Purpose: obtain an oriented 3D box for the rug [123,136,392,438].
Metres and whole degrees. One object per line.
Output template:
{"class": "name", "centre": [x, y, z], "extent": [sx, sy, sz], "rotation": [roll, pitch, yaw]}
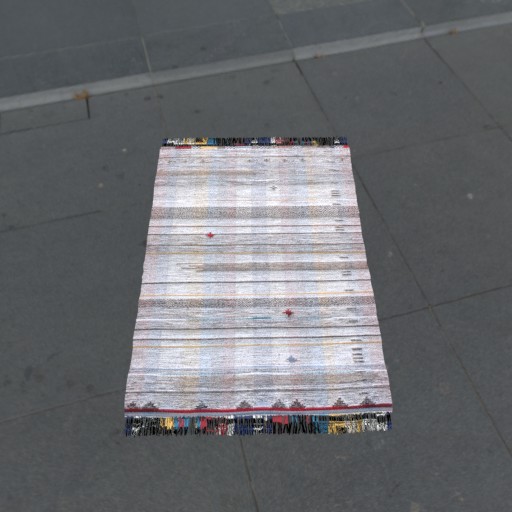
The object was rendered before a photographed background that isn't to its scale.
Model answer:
{"class": "rug", "centre": [0.000, 0.000, 2.406], "extent": [1.217, 0.012, 1.848], "rotation": [-1, 58, 0]}
